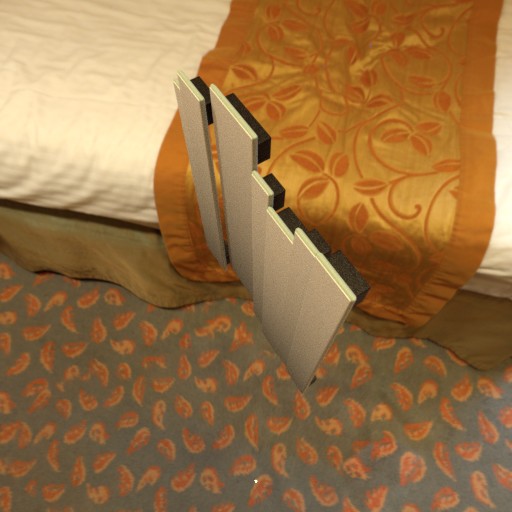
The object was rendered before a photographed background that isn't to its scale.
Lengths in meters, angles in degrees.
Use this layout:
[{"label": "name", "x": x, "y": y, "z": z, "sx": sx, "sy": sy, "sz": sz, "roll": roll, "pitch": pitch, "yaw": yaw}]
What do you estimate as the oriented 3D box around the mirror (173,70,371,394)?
[{"label": "mirror", "x": 0.000, "y": 0.000, "z": 0.799, "sx": 0.058, "sy": 0.611, "sz": 0.445, "roll": -30, "pitch": 67, "yaw": -14}]
